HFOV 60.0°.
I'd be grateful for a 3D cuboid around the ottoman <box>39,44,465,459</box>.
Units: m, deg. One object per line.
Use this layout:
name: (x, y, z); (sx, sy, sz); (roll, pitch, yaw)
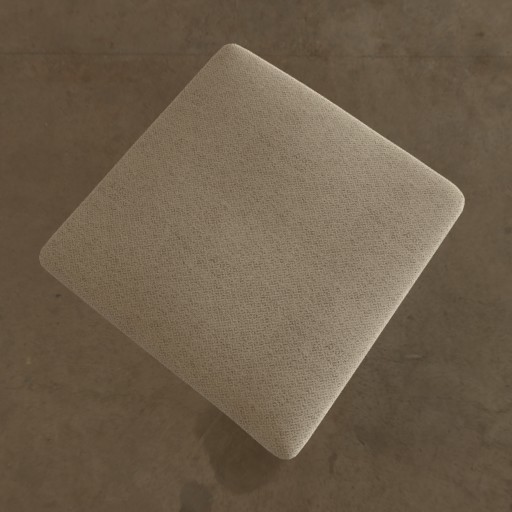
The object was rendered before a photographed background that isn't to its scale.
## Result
ottoman: (0.000, 0.000, 0.893); (0.512, 0.453, 0.521); (36, 79, 8)
